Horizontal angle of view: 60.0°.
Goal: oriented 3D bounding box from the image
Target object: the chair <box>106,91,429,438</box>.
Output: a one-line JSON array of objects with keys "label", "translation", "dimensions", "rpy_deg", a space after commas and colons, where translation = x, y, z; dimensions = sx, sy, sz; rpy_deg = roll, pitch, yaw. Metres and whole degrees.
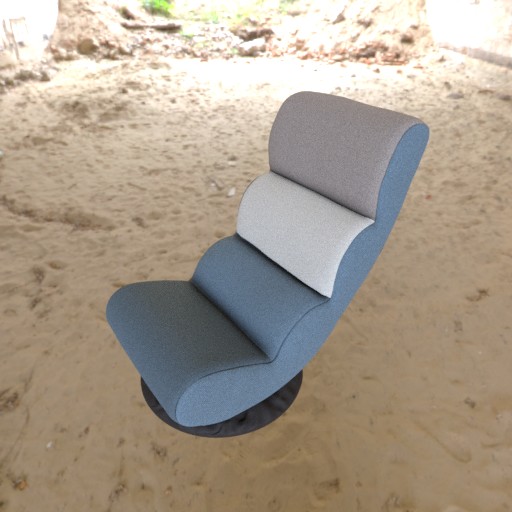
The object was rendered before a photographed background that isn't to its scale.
[{"label": "chair", "translation": [0.000, 0.000, 1.052], "dimensions": [0.661, 0.641, 0.420], "rpy_deg": [-20, 36, -30]}]
